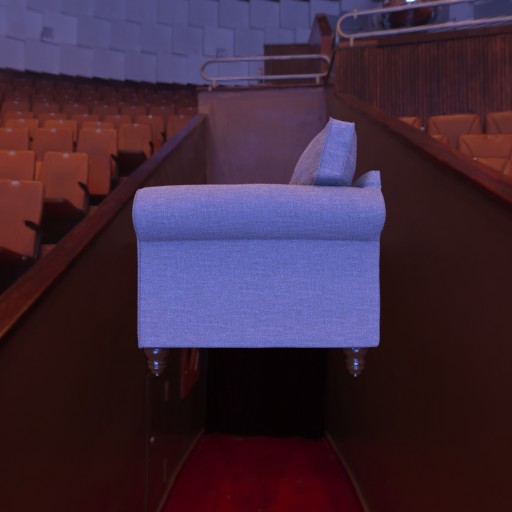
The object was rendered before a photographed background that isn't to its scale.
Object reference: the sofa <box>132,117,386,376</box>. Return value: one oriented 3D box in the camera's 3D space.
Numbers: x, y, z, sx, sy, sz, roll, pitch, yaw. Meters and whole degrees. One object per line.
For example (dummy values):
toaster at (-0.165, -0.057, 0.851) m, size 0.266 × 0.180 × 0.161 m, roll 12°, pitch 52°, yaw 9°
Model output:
sofa at (0.000, 0.000, 2.579) m, size 0.916 × 0.961 × 2.084 m, roll 0°, pitch -2°, yaw 0°
